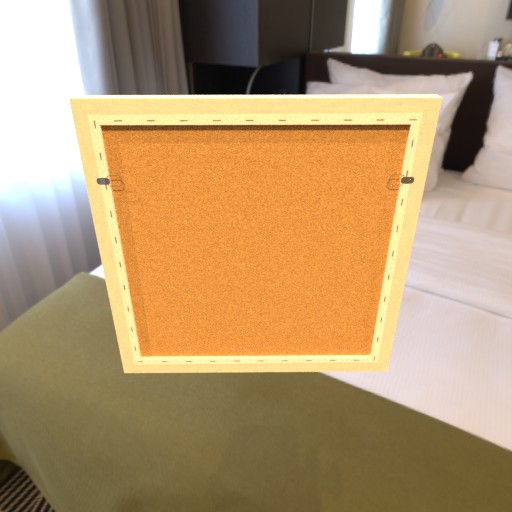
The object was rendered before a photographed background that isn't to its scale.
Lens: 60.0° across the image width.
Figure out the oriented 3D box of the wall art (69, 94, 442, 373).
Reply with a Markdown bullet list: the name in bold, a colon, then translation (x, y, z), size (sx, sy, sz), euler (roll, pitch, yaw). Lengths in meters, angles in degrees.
- **wall art**: translation (0.000, 0.000, 1.476), size (1.016, 1.016, 0.045), euler (0, 30, 0)
